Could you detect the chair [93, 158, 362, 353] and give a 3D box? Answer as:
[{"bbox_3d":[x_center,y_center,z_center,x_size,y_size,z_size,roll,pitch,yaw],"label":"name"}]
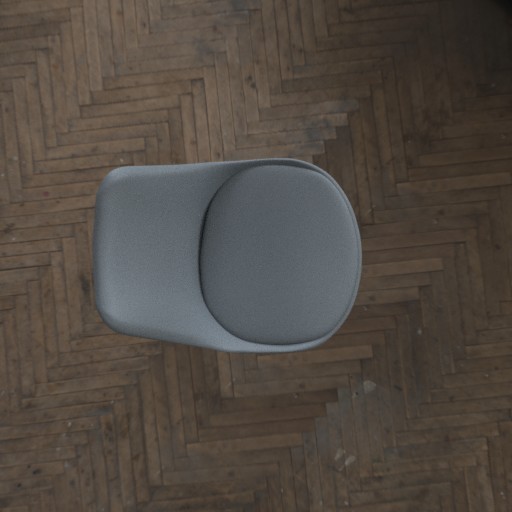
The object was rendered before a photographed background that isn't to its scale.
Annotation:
[{"bbox_3d":[0.000,0.000,1.160,0.549,0.850,0.485,0,88,0],"label":"chair"}]
